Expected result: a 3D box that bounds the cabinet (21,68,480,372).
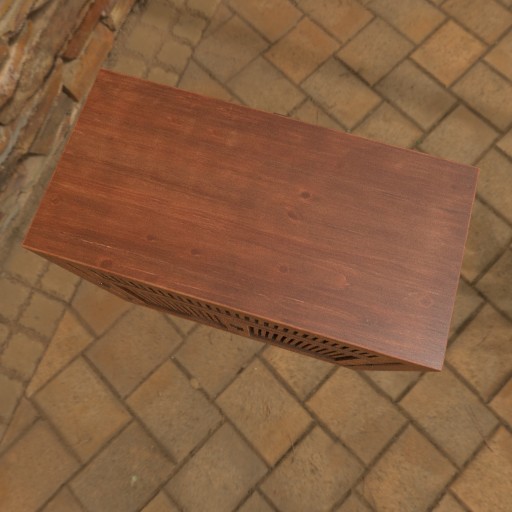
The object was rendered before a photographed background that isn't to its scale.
[{"bbox_3d":[0.000,0.000,1.225,0.796,0.785,0.412,16,76,4],"label":"cabinet"}]
